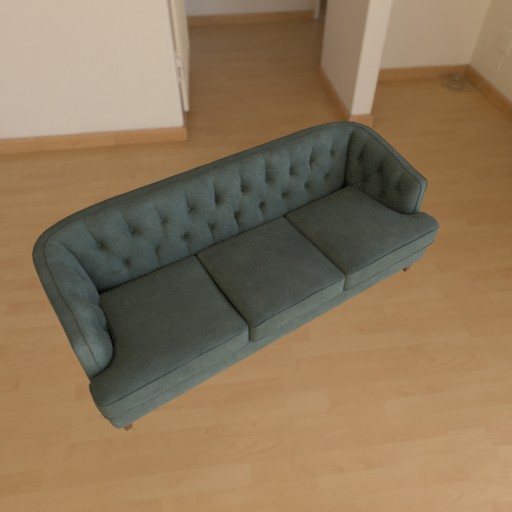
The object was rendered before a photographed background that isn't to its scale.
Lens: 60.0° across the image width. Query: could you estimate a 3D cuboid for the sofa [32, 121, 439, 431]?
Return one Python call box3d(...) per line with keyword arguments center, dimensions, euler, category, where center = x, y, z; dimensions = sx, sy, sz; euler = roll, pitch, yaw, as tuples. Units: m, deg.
box3d(center=(0.000, 0.000, 2.695), dimensions=(2.278, 0.855, 0.941), euler=(-25, 51, -22), category="sofa")
